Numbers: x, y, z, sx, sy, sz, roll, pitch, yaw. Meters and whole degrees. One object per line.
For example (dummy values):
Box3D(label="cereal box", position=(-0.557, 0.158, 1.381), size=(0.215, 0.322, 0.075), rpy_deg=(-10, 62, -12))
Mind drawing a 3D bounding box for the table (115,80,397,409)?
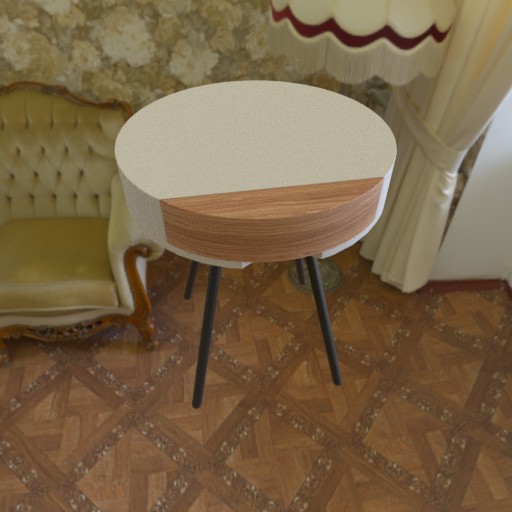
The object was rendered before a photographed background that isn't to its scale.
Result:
Box3D(label="table", position=(0.000, 0.000, 0.876), size=(0.450, 0.525, 0.450), rpy_deg=(0, 43, 0))
